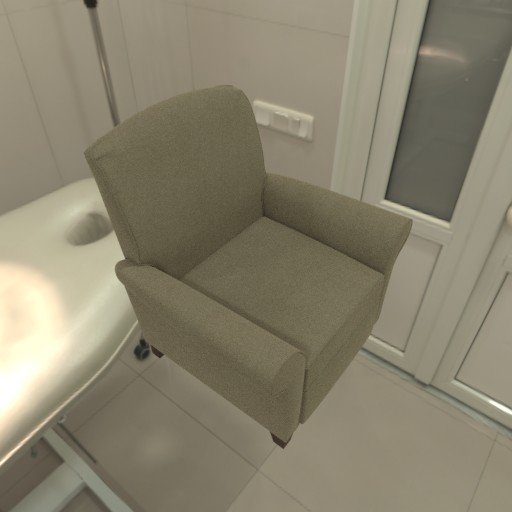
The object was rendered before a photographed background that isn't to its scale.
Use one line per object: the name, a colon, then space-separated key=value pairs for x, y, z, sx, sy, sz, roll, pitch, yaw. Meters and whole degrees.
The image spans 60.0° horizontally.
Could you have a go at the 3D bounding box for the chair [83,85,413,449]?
chair: x=0.000 y=0.000 z=1.767 sx=0.905 sy=1.061 sz=0.978 roll=27 pitch=48 yaw=28
